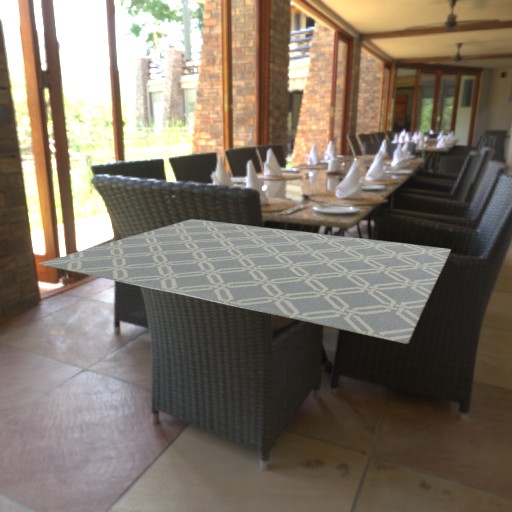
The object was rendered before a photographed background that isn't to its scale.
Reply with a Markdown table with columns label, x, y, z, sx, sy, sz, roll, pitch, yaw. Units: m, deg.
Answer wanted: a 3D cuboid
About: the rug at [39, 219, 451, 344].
| label | x | y | z | sx | sy | sz | roll | pitch | yaw |
| --- | --- | --- | --- | --- | --- | --- | --- | --- | --- |
| rug | 0.000 | 0.000 | 2.796 | 2.133 | 0.013 | 1.522 | 9 | 18 | 27 |
